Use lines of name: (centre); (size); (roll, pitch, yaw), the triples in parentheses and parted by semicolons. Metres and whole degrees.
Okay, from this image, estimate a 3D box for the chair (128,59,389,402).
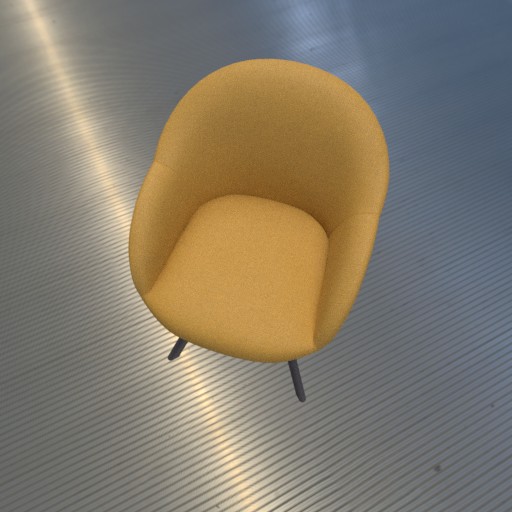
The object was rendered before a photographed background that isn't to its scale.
chair: (0.000, 0.000, 1.196); (0.551, 0.793, 0.583); (15, 60, 9)
